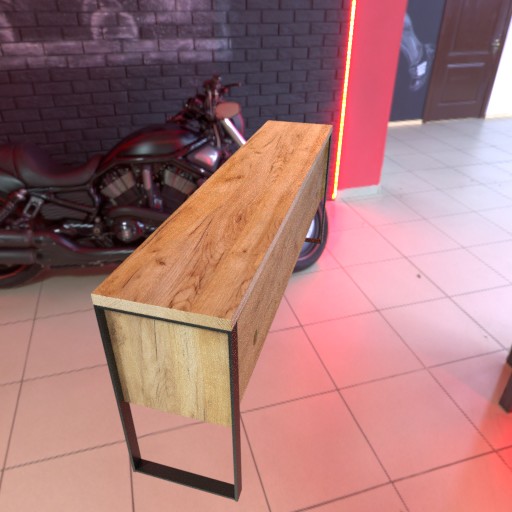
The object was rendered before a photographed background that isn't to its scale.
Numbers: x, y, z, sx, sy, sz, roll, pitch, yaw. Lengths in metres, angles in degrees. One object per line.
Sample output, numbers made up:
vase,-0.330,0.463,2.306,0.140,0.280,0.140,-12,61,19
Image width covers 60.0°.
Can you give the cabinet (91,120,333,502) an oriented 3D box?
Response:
cabinet,0.000,0.000,2.035,0.395,0.762,1.800,9,32,14
